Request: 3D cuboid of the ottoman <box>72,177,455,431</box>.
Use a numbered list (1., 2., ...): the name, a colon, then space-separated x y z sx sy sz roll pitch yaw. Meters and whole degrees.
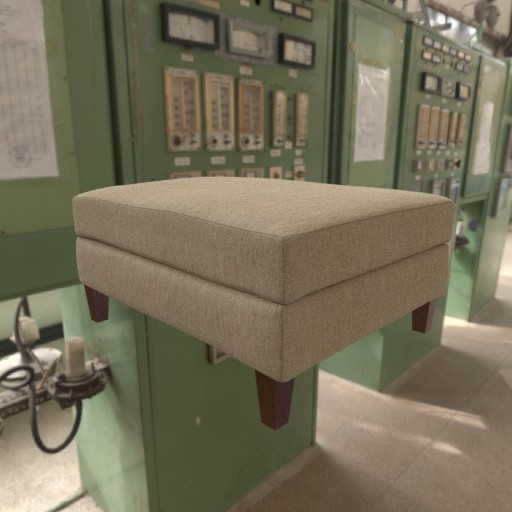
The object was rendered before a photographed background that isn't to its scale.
1. ottoman: 0.000 0.000 1.475 0.836 0.492 0.976 -14 20 -43
